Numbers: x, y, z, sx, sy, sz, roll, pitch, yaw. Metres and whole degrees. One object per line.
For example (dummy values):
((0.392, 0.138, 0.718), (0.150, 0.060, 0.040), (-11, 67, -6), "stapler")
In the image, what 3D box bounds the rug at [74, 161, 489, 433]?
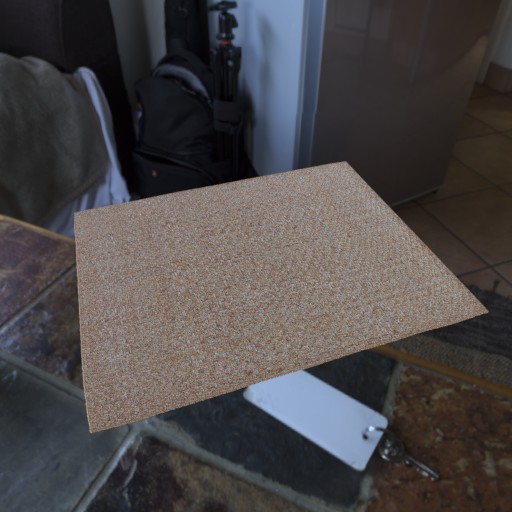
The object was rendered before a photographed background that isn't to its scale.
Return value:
((0.000, 0.000, 3.950), (3.048, 0.013, 2.439), (-13, 44, -14), "rug")
